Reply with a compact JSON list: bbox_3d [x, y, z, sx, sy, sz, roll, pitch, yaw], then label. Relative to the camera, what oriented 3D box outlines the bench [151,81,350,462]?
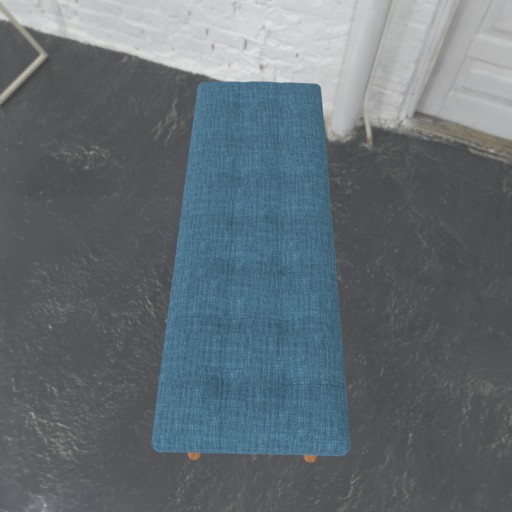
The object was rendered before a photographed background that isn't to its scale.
[{"bbox_3d":[0.000,0.000,1.321,0.406,0.432,1.118,1,59,1],"label":"bench"}]
